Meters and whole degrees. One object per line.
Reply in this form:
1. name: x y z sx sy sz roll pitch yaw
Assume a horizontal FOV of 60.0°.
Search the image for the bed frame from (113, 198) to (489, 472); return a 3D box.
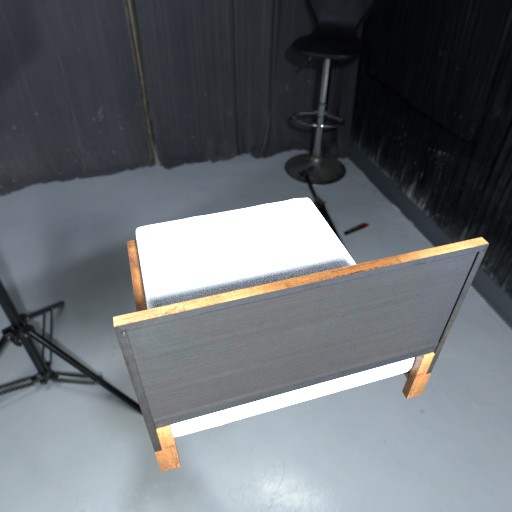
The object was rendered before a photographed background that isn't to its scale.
1. bed frame: 0.000 0.000 3.553 2.038 1.537 2.235 -11 43 -13
